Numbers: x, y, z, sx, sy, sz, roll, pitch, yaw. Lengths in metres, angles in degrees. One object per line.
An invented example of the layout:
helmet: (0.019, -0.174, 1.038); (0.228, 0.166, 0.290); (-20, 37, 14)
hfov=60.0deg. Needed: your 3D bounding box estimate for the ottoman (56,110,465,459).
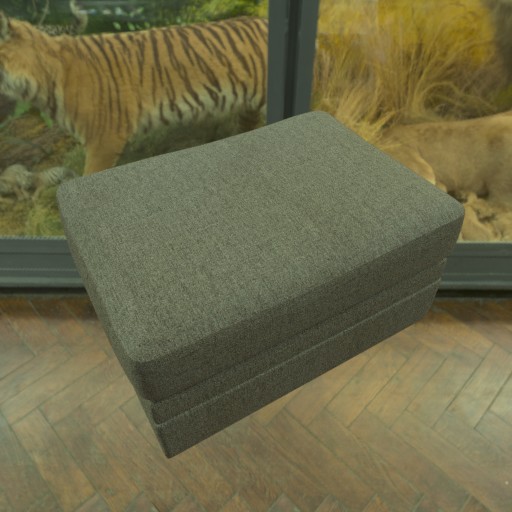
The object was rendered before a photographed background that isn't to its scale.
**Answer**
ottoman: (0.000, 0.000, 1.235); (0.885, 0.478, 0.637); (-22, 49, -21)
